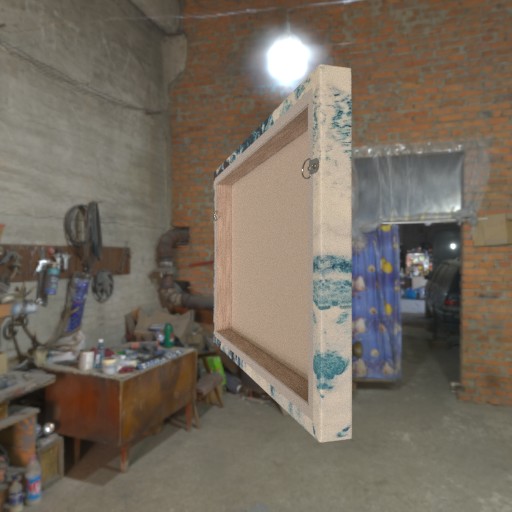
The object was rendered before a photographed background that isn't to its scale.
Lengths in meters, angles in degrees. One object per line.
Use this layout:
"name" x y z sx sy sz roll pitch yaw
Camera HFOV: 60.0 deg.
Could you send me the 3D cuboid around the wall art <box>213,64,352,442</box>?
"wall art" 0.000 0.000 0.769 0.043 0.407 0.609 0 -1 -16
